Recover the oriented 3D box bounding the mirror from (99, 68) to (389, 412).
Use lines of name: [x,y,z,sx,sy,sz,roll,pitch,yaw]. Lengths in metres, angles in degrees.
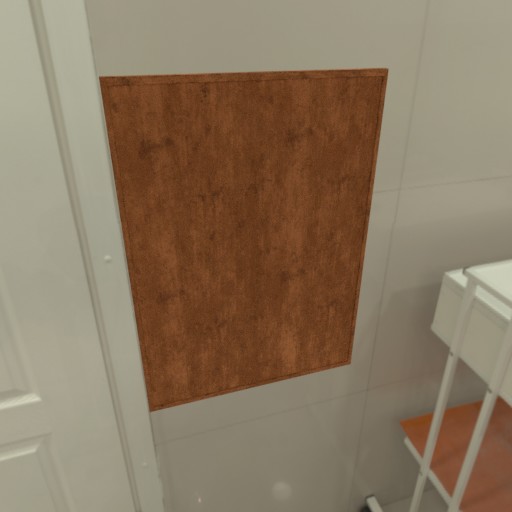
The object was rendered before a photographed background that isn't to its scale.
mirror: [0.000,0.000,1.427,0.796,1.099,0.028,-9,29,-16]
